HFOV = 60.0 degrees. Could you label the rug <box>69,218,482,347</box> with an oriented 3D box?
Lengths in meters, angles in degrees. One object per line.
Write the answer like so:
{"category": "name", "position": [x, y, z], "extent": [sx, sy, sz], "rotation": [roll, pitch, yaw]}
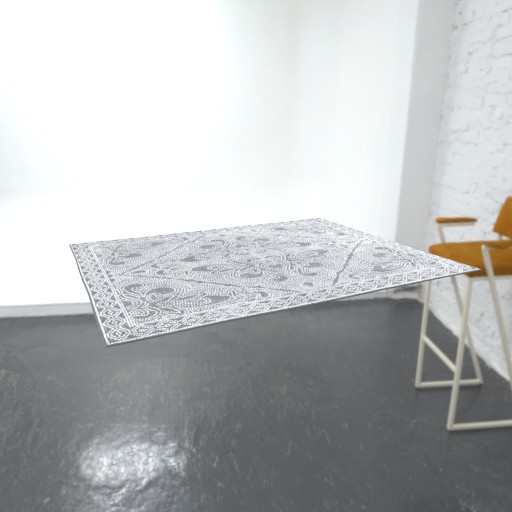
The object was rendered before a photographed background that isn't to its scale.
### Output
{"category": "rug", "position": [0.000, 0.000, 4.098], "extent": [3.048, 0.012, 2.438], "rotation": [-8, 18, -25]}
